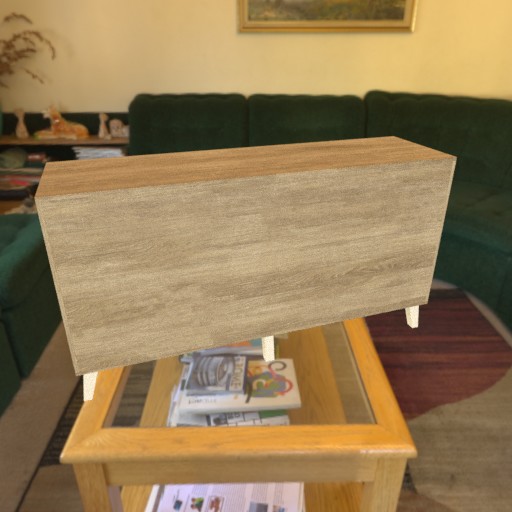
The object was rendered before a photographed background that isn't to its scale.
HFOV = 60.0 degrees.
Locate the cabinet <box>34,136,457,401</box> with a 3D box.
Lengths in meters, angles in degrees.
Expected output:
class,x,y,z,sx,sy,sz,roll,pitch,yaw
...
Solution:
class,x,y,z,sx,sy,sz,roll,pitch,yaw
cabinet,0.000,0.000,1.987,1.600,0.870,0.450,-9,28,-17
